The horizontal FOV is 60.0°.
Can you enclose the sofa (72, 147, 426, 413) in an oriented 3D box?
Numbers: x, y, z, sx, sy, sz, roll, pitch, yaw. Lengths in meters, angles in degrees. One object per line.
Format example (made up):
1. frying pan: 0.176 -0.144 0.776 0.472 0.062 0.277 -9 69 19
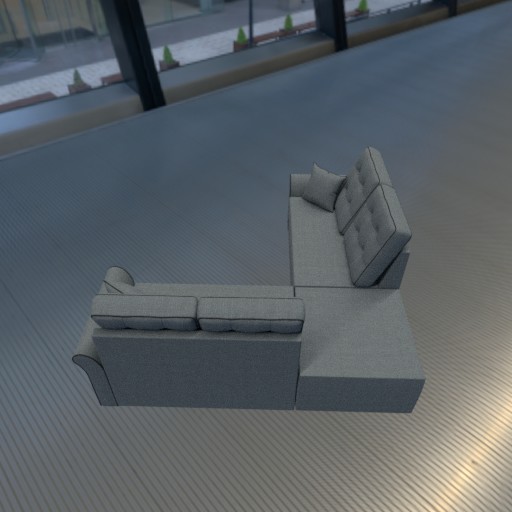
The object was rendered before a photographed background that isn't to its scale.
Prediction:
1. sofa: 0.000 0.000 3.368 2.070 0.988 2.068 1 41 1
